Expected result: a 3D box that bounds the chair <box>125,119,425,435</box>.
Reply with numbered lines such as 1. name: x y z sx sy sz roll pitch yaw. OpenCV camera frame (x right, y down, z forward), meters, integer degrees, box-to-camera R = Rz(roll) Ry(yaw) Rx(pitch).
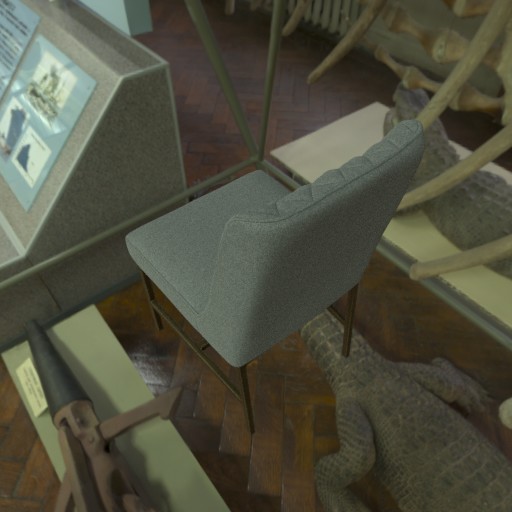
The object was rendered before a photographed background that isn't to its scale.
1. chair: 0.000 0.000 1.213 0.508 0.889 0.587 -31 55 -25
